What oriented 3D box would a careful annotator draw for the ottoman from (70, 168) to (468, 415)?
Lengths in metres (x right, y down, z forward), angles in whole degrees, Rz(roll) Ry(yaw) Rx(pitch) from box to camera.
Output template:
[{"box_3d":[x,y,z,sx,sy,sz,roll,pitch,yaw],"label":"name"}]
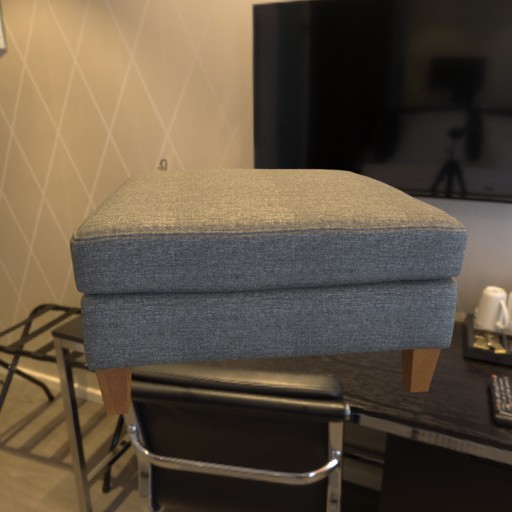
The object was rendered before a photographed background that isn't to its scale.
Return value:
[{"box_3d":[0.000,0.000,1.332,0.838,0.481,0.838,-2,18,-7],"label":"ottoman"}]
